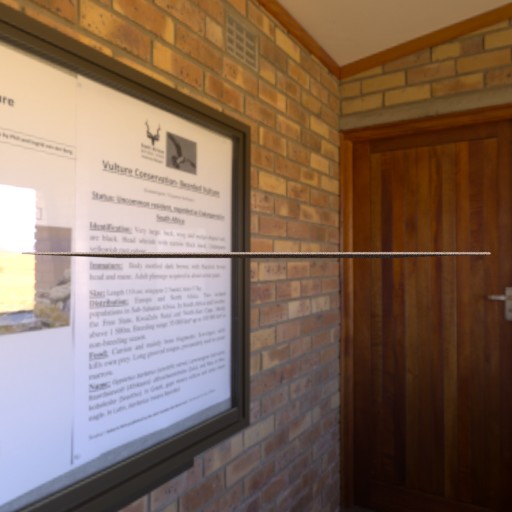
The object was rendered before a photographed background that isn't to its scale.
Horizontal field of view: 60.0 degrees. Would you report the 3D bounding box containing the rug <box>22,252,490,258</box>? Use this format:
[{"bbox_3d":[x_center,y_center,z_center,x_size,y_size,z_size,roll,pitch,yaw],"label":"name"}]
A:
[{"bbox_3d":[0.000,0.000,2.335,1.828,0.007,1.220,0,-1,0],"label":"rug"}]
